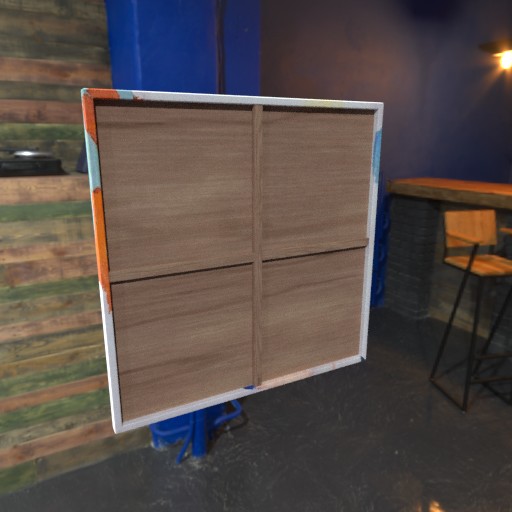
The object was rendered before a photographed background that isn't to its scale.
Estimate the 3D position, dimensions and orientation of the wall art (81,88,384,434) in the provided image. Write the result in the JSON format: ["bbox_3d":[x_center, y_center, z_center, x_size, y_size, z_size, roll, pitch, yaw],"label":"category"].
[{"bbox_3d":[0.000,0.000,1.503,1.017,1.017,0.044,-8,17,-27],"label":"wall art"}]
